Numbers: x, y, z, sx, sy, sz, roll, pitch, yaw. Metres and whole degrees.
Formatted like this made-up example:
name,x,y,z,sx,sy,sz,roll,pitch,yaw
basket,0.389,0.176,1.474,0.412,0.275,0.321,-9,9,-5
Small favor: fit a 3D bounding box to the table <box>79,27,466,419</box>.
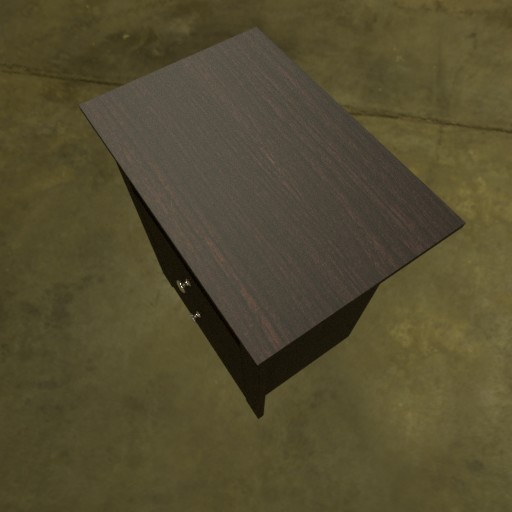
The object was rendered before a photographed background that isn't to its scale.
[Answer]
name,x,y,z,sx,sy,sz,roll,pitch,yaw
table,0.000,0.000,1.080,0.406,0.711,0.591,-31,66,-15
